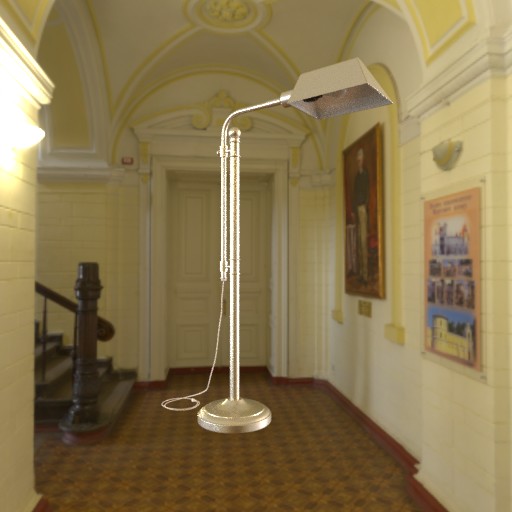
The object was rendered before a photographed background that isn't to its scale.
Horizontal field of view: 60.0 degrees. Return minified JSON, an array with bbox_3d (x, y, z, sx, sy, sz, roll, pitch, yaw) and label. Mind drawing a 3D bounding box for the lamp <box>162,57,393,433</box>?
[{"bbox_3d":[0.000,0.000,0.930,0.546,0.708,0.159,-1,-1,38],"label":"lamp"}]
